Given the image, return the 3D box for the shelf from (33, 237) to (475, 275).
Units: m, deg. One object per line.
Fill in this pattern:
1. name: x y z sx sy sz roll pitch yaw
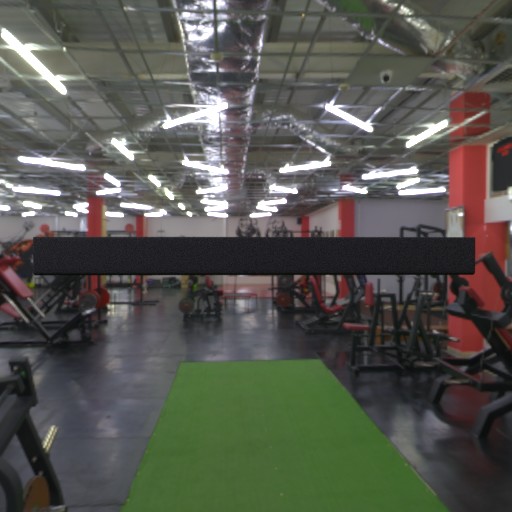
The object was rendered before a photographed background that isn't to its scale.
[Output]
1. shelf: 0.000 0.000 0.656 0.605 0.053 0.102 0 0 -1
